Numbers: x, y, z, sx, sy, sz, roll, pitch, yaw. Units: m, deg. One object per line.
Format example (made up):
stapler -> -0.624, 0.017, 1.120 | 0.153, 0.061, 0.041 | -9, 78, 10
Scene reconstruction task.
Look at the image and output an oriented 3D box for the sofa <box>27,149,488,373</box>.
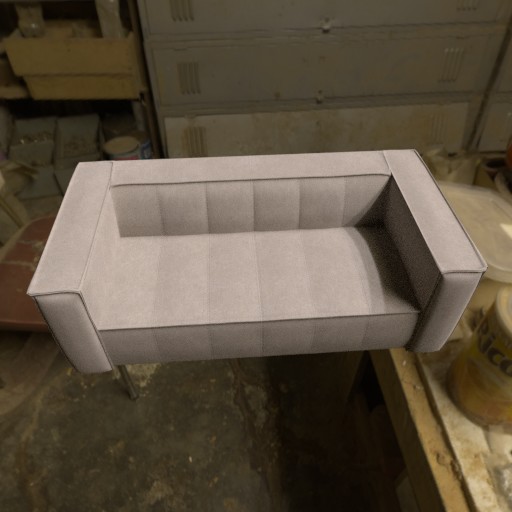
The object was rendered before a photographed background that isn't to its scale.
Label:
sofa -> 0.000, 0.000, 2.443 | 1.995, 0.680, 1.038 | -3, 45, -3
